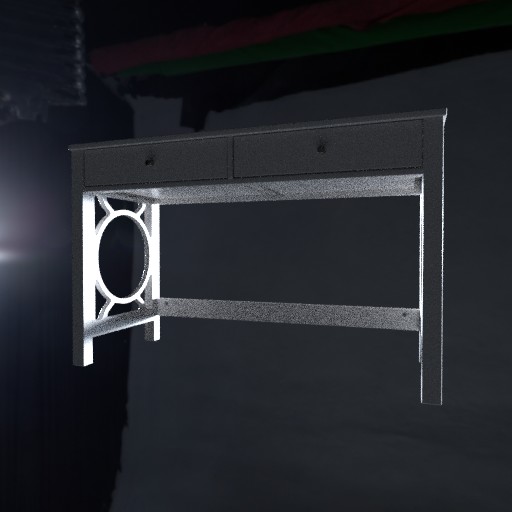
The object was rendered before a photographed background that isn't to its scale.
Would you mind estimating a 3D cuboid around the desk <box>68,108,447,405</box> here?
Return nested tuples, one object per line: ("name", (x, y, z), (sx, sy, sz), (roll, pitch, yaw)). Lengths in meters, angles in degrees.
("desk", (0.000, 0.000, 1.549), (1.191, 0.762, 0.504), (0, 1, 20))
